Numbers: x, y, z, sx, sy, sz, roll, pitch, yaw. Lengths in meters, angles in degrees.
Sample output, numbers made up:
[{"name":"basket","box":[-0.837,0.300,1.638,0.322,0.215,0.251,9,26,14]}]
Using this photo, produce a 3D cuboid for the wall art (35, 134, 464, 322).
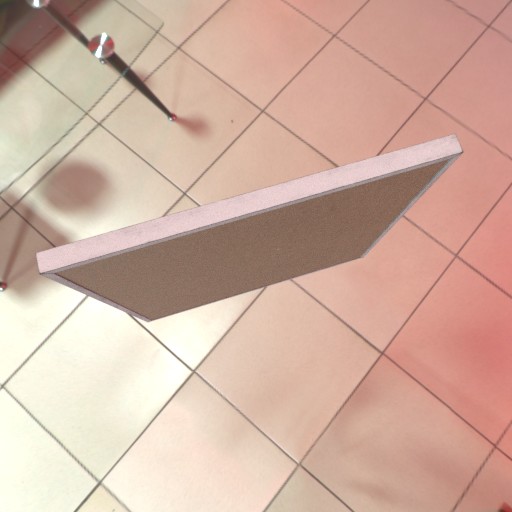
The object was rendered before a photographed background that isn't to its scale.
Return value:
[{"name":"wall art","box":[0.000,0.000,1.135,0.762,0.762,0.038,-16,76,-4]}]
